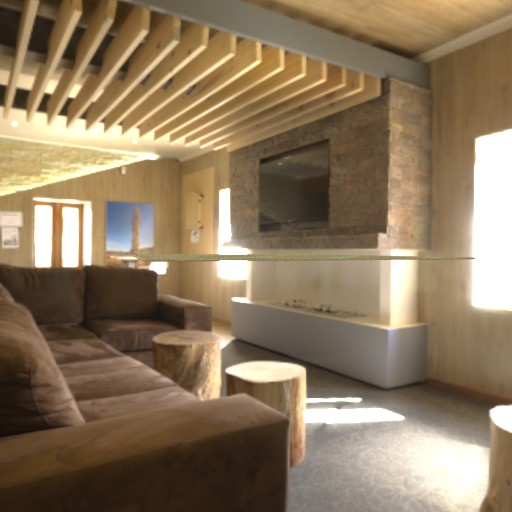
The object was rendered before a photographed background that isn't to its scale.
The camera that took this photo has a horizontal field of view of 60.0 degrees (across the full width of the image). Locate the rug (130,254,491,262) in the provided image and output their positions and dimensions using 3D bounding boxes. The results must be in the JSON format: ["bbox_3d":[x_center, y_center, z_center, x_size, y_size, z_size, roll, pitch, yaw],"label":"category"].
[{"bbox_3d":[0.000,0.000,2.873,1.524,0.006,2.286,0,1,-17],"label":"rug"}]
